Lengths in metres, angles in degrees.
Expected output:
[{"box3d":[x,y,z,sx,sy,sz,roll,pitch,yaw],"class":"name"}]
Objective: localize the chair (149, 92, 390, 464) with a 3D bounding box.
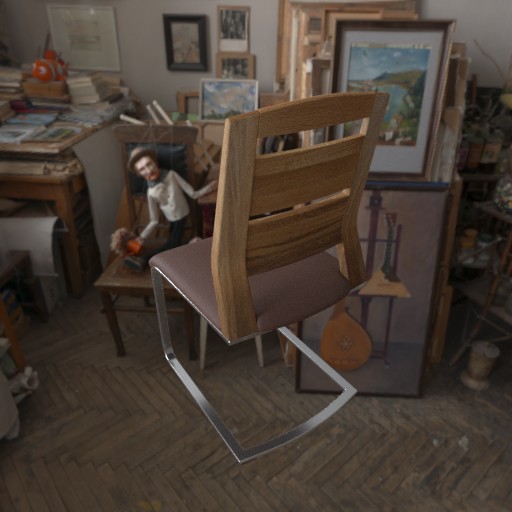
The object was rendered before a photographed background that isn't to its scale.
[{"box3d":[0.000,0.000,1.284,0.460,0.970,0.570,-19,36,-29],"class":"chair"}]
